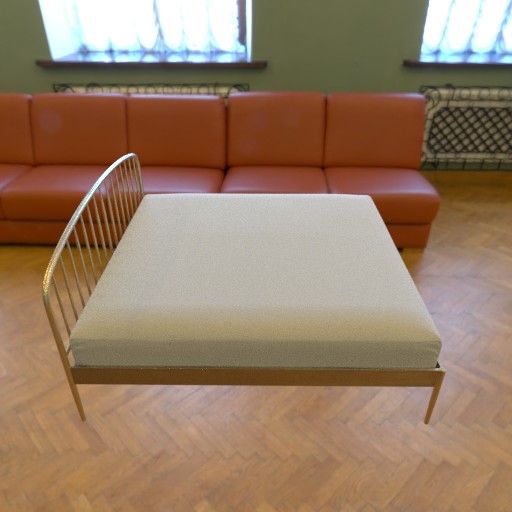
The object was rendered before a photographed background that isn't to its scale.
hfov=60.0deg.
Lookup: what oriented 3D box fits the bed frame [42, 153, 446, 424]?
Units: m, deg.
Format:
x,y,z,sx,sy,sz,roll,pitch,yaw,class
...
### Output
x,y,z,sx,sy,sz,roll,pitch,yaw,class
0.000,0.000,3.270,2.152,1.174,2.016,0,32,0,bed frame
